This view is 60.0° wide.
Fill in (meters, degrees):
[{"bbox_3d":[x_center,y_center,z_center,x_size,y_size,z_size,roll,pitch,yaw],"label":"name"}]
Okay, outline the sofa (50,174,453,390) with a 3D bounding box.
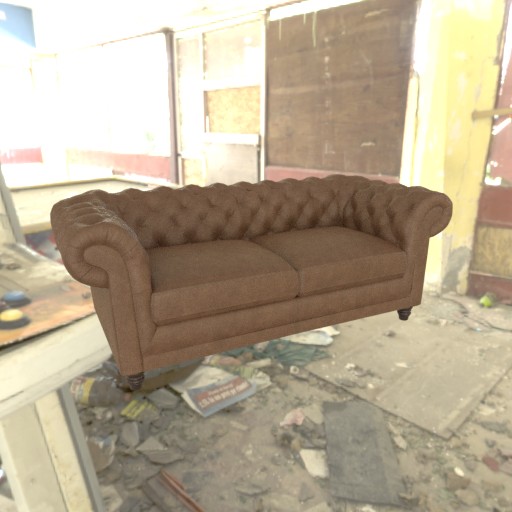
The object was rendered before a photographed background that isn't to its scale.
[{"bbox_3d":[0.000,0.000,2.513,2.048,0.784,0.955,-8,18,-26],"label":"sofa"}]
